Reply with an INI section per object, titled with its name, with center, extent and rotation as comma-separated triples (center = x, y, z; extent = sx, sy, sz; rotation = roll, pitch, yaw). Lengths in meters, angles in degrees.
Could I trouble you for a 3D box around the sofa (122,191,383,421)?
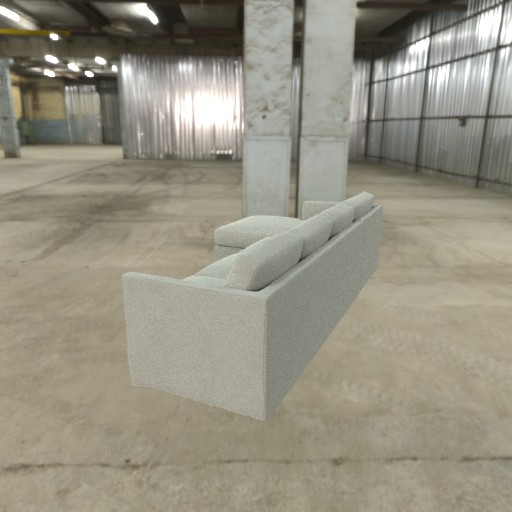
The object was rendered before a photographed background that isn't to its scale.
[sofa]
center = 0.000, 0.000, 3.960
extent = 1.650, 0.922, 3.205
rotation = 7, 17, 25
